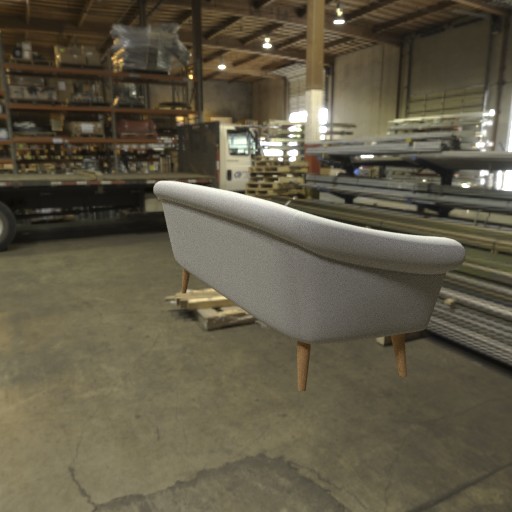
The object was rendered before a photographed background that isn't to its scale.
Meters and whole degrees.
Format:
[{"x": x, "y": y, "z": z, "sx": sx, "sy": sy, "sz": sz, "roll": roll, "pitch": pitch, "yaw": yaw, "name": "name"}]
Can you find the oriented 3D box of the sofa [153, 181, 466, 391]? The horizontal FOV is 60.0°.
[{"x": 0.000, "y": 0.000, "z": 2.568, "sx": 0.827, "sy": 0.795, "sz": 2.160, "roll": -7, "pitch": 15, "yaw": -27, "name": "sofa"}]
